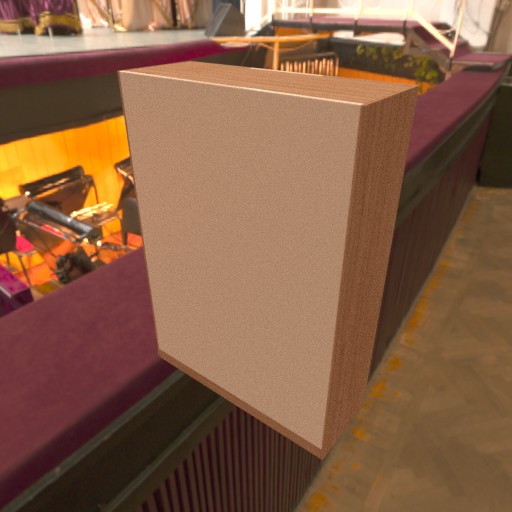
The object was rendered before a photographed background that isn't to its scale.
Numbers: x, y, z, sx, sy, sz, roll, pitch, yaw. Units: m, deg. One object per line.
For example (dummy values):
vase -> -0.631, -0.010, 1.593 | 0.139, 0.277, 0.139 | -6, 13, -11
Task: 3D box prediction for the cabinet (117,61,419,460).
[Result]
cabinet -> 0.000, 0.000, 2.805 | 1.500, 2.120, 0.590 | 21, 36, 32
